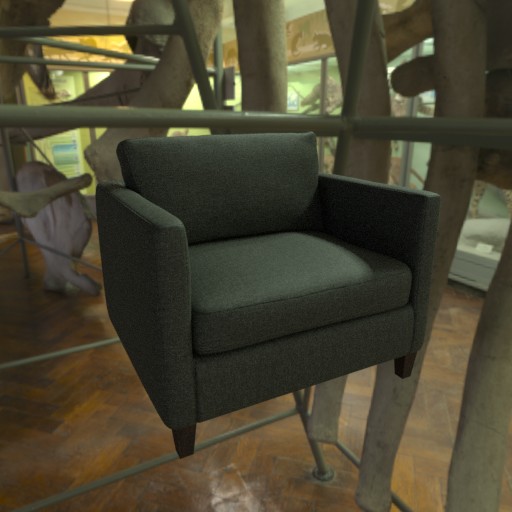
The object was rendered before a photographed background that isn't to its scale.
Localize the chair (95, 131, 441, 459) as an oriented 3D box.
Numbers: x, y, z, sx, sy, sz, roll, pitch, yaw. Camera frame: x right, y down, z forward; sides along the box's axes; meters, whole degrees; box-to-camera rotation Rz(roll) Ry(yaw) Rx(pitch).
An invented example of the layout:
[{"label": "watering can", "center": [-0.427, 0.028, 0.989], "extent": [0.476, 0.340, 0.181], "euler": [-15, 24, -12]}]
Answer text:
[{"label": "chair", "center": [0.000, 0.000, 1.828], "extent": [1.107, 0.963, 0.959], "euler": [-9, 19, -27]}]
